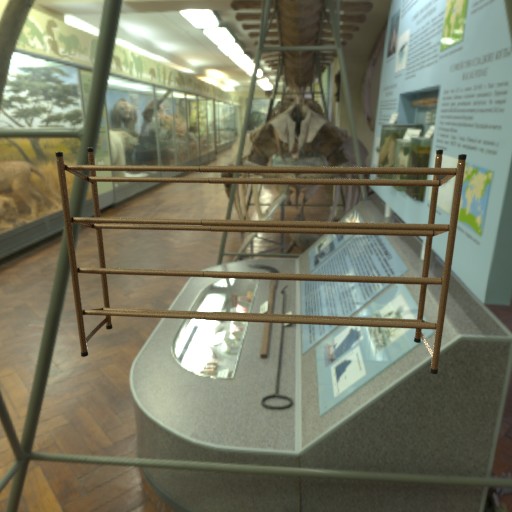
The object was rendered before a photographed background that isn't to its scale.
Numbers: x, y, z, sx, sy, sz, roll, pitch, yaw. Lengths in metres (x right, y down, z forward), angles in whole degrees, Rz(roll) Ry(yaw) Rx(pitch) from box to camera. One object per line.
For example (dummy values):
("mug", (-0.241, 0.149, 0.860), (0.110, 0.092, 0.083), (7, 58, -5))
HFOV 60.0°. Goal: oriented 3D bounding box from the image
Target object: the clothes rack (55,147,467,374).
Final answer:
("clothes rack", (0.000, 0.000, 1.448), (1.168, 0.672, 0.229), (2, 17, 5))
